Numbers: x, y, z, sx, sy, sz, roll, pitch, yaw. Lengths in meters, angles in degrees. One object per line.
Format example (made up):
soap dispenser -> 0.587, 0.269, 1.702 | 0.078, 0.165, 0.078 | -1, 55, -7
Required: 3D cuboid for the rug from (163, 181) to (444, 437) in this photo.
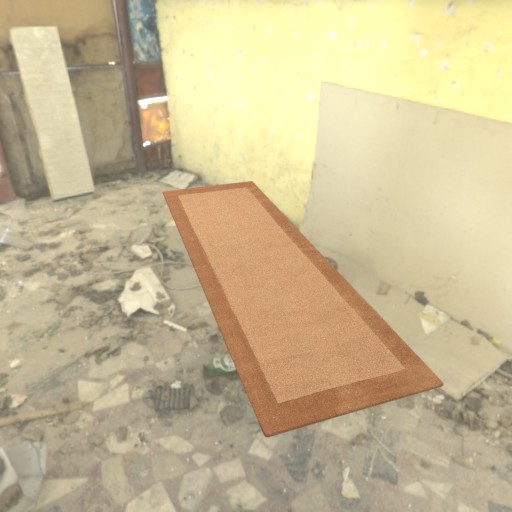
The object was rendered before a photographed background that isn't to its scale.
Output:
rug -> 0.000, 0.000, 2.664 | 0.764, 0.017, 2.439 | -10, 31, -16
